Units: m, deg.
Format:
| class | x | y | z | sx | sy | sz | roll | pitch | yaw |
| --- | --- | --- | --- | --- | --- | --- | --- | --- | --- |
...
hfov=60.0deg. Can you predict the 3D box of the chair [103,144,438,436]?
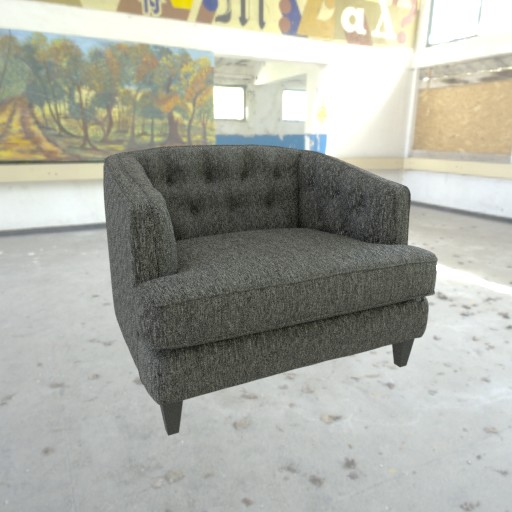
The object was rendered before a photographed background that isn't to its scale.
| class | x | y | z | sx | sy | sz | roll | pitch | yaw |
| --- | --- | --- | --- | --- | --- | --- | --- | --- | --- |
| chair | 0.000 | 0.000 | 1.782 | 1.104 | 0.852 | 0.941 | -7 | 17 | -25 |
